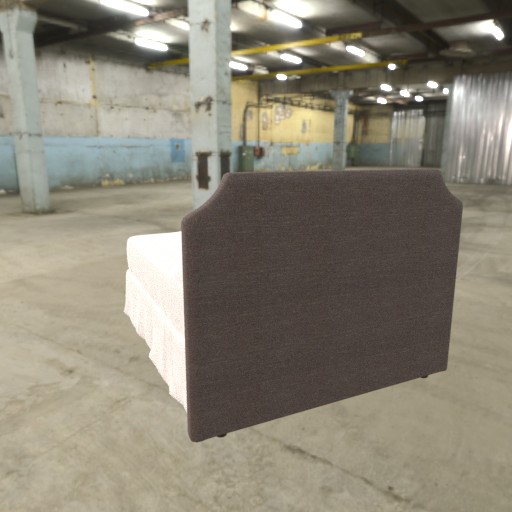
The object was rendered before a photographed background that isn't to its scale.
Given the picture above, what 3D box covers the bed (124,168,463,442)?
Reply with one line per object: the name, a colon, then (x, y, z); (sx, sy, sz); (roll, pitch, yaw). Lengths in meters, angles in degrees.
bed: (0.000, 0.000, 3.234); (1.693, 1.290, 2.116); (-6, 14, -25)
